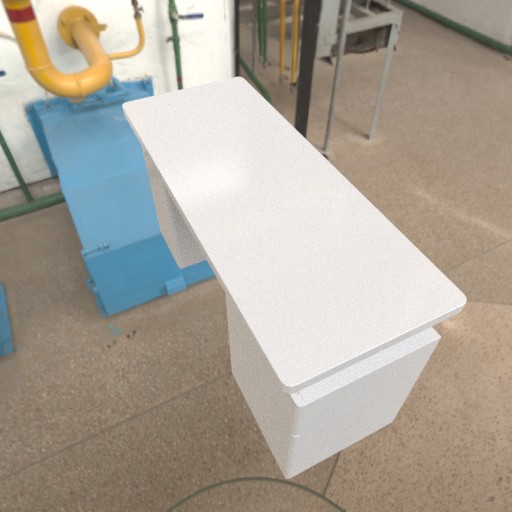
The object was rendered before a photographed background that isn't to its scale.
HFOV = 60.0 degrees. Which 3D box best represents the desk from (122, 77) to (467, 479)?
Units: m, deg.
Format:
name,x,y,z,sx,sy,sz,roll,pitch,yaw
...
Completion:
name,x,y,z,sx,sy,sz,roll,pitch,yaw
desk,0.000,0.000,1.769,0.550,0.762,1.400,-20,51,-17
